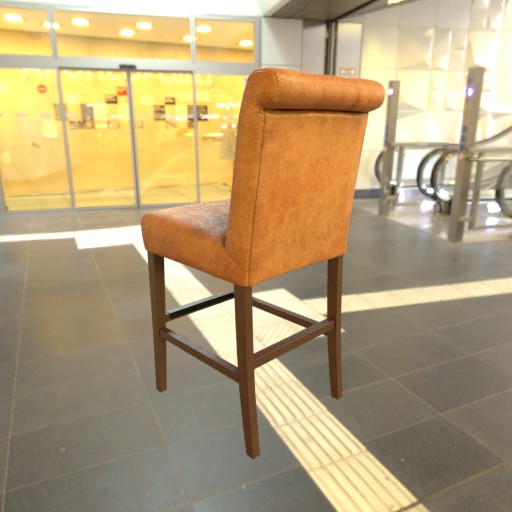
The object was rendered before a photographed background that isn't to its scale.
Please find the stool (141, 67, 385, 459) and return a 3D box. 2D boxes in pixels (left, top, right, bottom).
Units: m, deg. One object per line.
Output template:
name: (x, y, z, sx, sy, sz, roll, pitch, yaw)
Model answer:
stool: (0.000, 0.000, 1.417, 0.493, 1.047, 0.601, -16, 23, -42)
